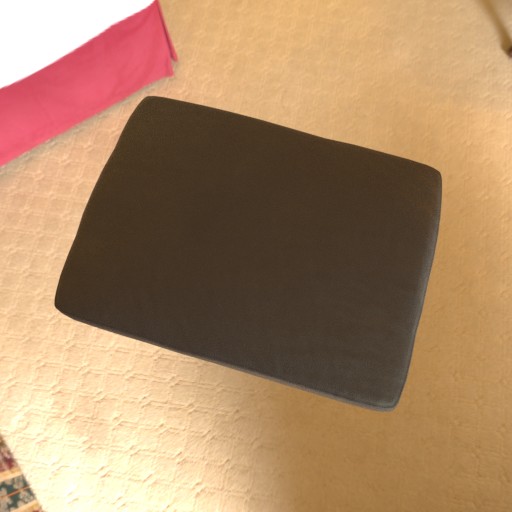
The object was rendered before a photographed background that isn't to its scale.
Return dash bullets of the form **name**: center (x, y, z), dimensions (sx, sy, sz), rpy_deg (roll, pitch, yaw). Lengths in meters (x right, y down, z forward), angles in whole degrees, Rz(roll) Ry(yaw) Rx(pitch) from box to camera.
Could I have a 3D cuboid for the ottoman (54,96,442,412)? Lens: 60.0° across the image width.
- **ottoman**: center (0.000, 0.000, 1.289), dimensions (0.887, 0.529, 0.659), rpy_deg (16, 74, 5)
